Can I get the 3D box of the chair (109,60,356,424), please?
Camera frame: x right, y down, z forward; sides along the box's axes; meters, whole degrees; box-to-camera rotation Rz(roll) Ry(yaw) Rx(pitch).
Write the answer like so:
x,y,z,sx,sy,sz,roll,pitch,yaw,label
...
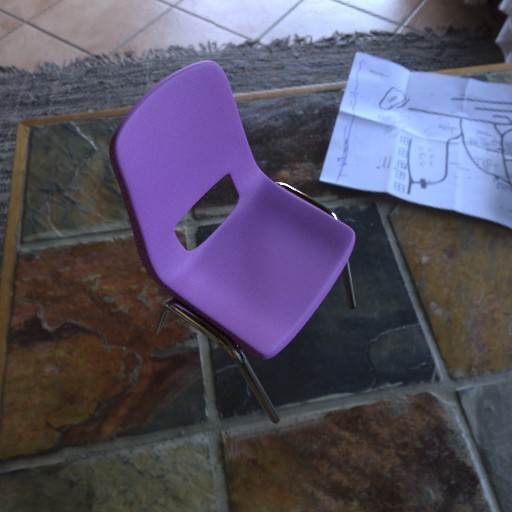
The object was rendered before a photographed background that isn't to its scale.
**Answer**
x,y,z,sx,sy,sz,roll,pitch,yaw,label
0.000,0.000,0.684,0.301,0.493,0.291,32,64,18,chair
